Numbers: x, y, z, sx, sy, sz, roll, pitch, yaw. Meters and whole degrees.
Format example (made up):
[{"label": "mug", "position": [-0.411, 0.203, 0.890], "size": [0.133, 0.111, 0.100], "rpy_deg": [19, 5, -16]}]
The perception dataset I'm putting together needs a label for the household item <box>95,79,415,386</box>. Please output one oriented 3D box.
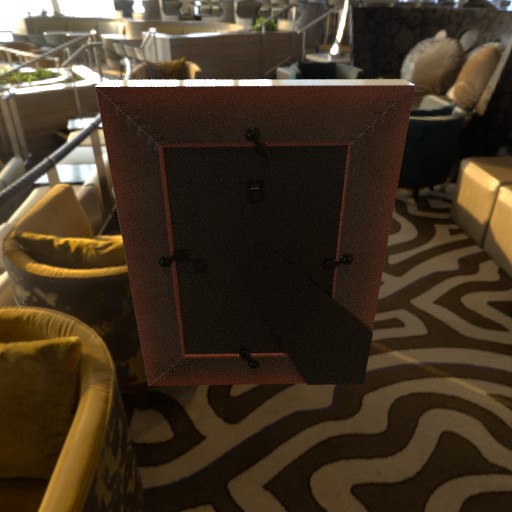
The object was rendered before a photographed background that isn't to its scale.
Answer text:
[{"label": "household item", "position": [0.000, 0.000, 0.292], "size": [0.165, 0.216, 0.025], "rpy_deg": [-1, 31, -1]}]
